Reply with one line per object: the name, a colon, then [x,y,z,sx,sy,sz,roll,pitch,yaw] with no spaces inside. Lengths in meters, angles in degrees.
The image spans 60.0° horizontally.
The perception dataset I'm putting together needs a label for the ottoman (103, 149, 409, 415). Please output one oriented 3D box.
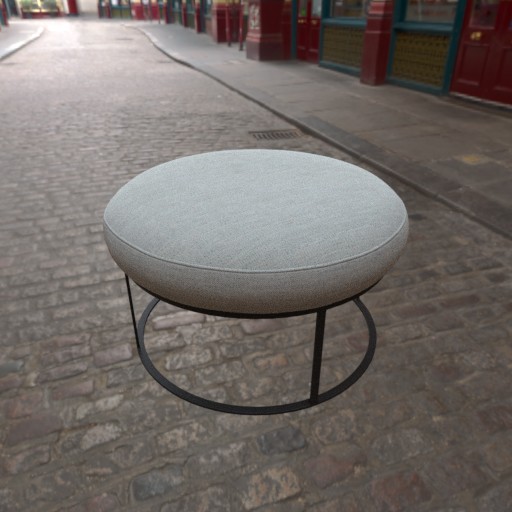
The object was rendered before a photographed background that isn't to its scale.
ottoman: [0.000,0.000,1.230,0.769,0.459,0.769,0,29,0]
